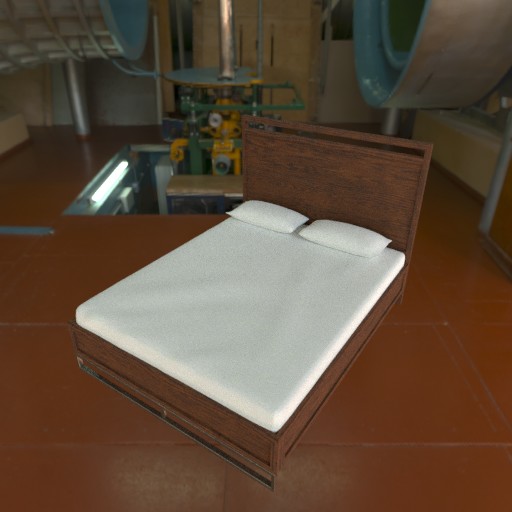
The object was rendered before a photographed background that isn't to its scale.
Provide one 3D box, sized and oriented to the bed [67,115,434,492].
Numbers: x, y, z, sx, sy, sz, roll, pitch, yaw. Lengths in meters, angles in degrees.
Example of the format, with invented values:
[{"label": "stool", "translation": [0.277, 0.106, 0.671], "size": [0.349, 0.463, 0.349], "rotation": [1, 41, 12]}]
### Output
[{"label": "bed", "translation": [0.000, 0.000, 3.370], "size": [1.765, 1.487, 2.218], "rotation": [19, 35, 29]}]
